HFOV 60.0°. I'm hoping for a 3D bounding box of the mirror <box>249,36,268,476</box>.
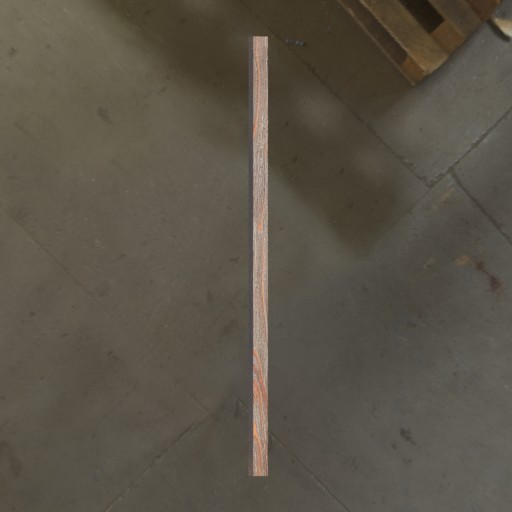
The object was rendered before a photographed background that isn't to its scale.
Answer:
[{"bbox_3d":[0.000,0.000,1.177,0.032,0.882,0.730,0,90,0],"label":"mirror"}]
